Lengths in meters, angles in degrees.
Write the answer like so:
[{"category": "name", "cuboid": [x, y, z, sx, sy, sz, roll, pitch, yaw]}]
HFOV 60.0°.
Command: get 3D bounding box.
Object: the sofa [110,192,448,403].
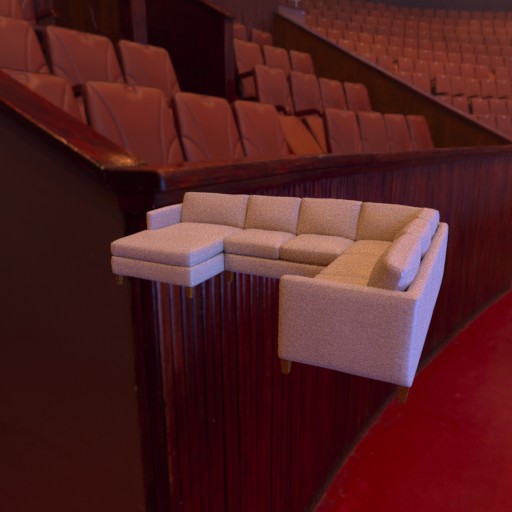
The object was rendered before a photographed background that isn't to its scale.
[{"category": "sofa", "cuboid": [0.000, 0.000, 4.540, 3.460, 0.961, 2.594, 8, 17, 25]}]
